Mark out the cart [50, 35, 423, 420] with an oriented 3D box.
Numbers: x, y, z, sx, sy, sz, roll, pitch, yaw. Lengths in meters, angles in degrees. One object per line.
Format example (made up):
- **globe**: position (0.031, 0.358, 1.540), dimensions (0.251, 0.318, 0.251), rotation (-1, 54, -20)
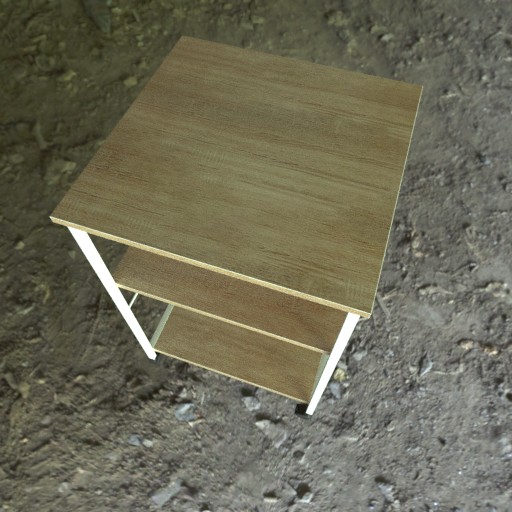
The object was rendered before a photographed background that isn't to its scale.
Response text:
- **cart**: position (0.000, 0.000, 1.118), dimensions (0.521, 0.762, 0.520), rotation (16, 60, 10)
